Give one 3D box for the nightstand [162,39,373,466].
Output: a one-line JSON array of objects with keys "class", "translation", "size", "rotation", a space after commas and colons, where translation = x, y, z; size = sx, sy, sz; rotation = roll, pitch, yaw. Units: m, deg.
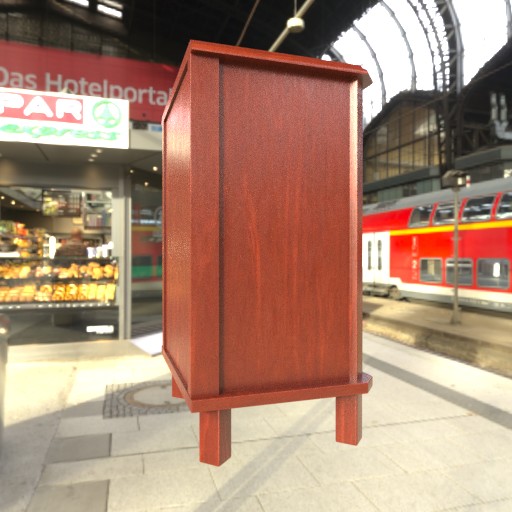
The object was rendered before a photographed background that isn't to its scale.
[{"class": "nightstand", "translation": [0.000, 0.000, 0.946], "size": [0.351, 0.681, 0.435], "rotation": [0, 0, -18]}]
